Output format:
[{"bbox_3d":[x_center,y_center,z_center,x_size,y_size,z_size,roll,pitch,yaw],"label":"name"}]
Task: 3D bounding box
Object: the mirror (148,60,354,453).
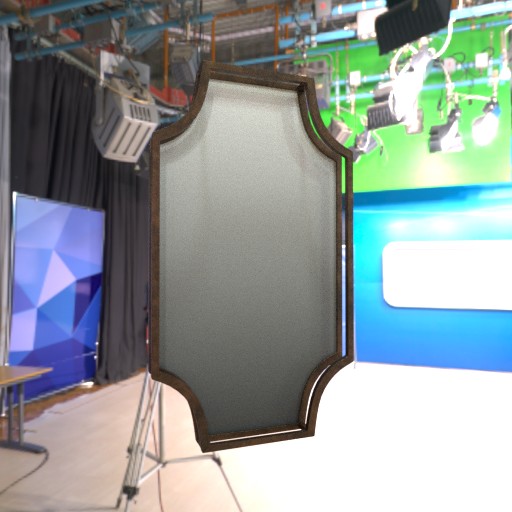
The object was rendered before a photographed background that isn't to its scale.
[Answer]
[{"bbox_3d":[0.000,0.000,0.989,0.462,0.811,0.066,0,-1,-20],"label":"mirror"}]
